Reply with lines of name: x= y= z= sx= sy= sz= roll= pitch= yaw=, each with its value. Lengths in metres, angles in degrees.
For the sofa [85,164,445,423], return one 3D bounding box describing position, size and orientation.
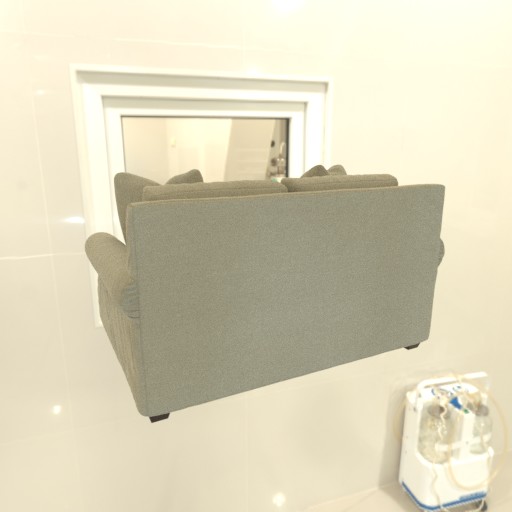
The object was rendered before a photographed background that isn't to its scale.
sofa: x=0.000 y=0.000 z=2.242 sx=1.550 sy=0.905 sz=1.070 roll=-7 pitch=17 yaw=-26
